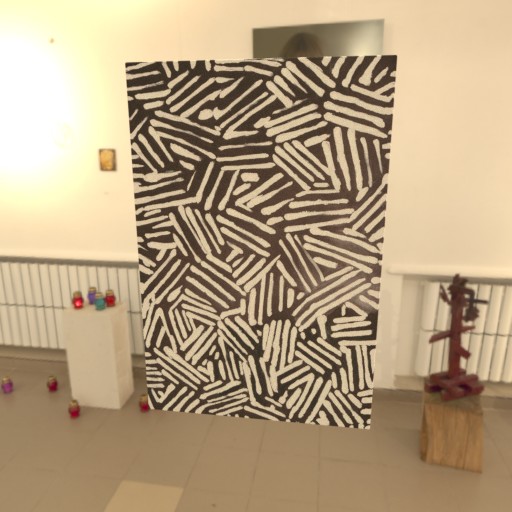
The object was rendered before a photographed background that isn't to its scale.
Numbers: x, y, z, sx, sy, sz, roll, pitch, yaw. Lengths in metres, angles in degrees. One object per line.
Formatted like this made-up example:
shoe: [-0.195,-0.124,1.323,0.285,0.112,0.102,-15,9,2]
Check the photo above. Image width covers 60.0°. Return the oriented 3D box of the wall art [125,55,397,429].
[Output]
wall art: [0.000,0.000,1.119,0.615,0.918,0.035,2,15,8]
